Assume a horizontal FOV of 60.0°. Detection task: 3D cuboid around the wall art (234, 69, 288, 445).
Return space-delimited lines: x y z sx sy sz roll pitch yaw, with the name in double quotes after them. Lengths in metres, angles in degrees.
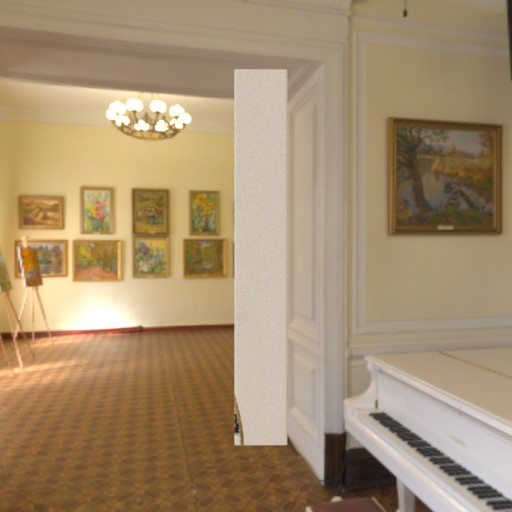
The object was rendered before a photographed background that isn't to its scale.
0.000 0.000 0.491 0.039 0.254 0.384 0 0 -1 "wall art"
